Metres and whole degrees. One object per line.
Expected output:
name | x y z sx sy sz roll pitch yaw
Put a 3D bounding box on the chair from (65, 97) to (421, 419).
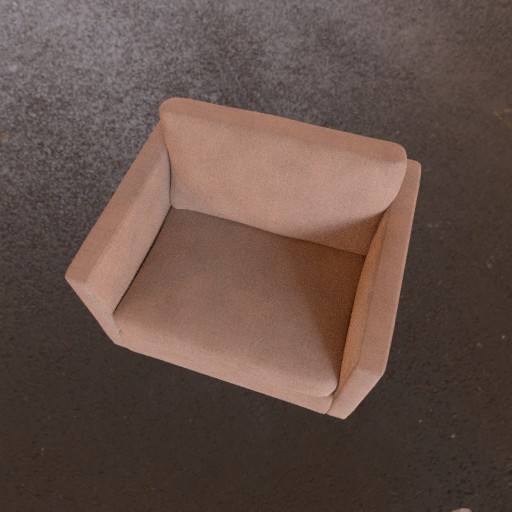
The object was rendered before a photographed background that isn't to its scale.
chair | 0.000 0.000 1.880 1.133 0.961 0.959 16 60 9
